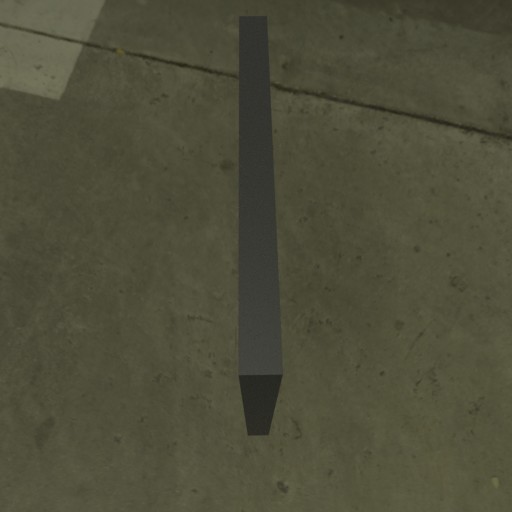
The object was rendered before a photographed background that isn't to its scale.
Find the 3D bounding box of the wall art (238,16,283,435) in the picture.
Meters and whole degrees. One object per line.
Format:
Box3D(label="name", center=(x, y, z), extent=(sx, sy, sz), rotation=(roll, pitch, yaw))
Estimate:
Box3D(label="wall art", center=(0.000, 0.000, 0.742), extent=(0.040, 0.509, 0.509), rotation=(-1, 62, 0))
